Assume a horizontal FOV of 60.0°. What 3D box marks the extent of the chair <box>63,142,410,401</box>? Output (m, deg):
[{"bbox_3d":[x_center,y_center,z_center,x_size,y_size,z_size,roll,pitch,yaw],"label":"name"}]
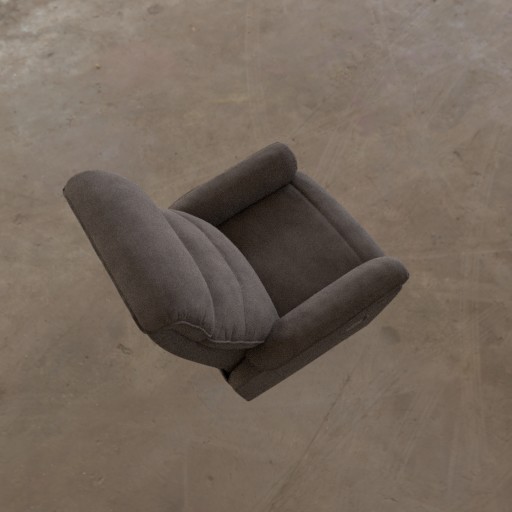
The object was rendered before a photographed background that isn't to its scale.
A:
[{"bbox_3d":[0.000,0.000,1.706,1.009,1.036,0.830,-30,63,-17],"label":"chair"}]
